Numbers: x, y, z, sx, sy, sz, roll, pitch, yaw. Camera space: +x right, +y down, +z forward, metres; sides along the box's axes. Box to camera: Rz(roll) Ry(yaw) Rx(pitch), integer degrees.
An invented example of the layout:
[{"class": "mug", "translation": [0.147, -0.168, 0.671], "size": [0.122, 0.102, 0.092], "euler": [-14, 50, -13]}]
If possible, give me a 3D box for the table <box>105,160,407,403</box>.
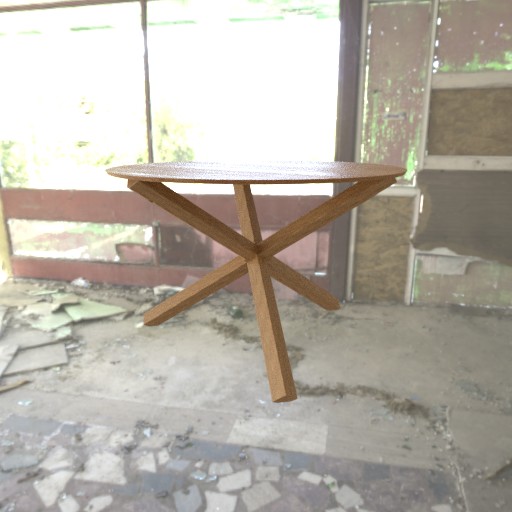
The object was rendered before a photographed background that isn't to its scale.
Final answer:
[{"class": "table", "translation": [0.000, 0.000, 1.685], "size": [1.038, 0.666, 1.038], "euler": [0, 15, 0]}]
